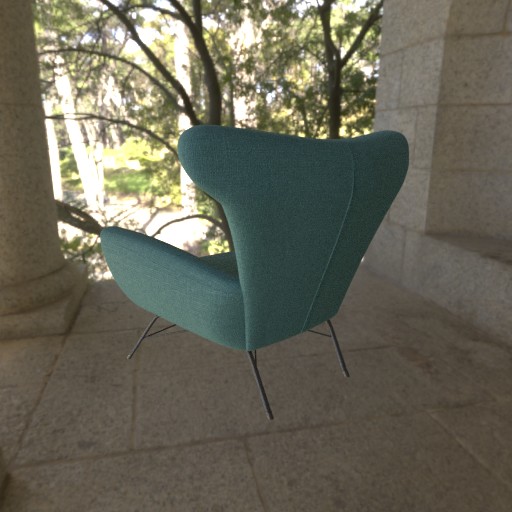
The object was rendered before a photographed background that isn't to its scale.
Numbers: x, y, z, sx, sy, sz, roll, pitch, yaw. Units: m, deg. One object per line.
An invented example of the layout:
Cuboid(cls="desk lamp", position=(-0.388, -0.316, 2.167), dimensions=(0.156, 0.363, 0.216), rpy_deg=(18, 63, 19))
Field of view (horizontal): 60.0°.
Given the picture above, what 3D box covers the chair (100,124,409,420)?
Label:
Cuboid(cls="chair", position=(0.000, 0.000, 1.782), dimensions=(1.050, 0.980, 0.900), rpy_deg=(-13, 19, -41))
